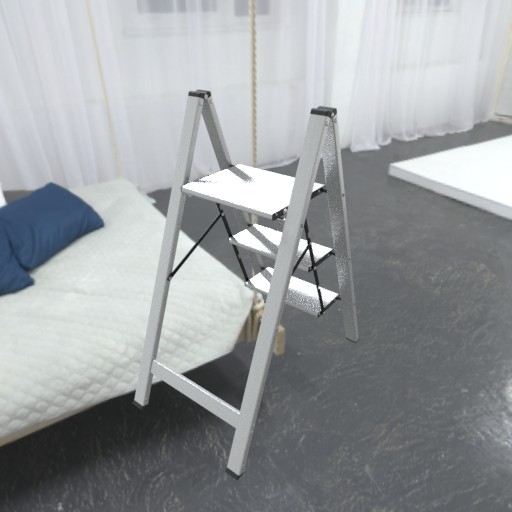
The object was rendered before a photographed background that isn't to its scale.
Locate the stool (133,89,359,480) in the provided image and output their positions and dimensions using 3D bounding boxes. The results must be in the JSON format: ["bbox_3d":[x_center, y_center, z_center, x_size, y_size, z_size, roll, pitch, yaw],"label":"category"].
[{"bbox_3d":[0.000,0.000,1.331,0.441,0.902,0.730,21,35,32],"label":"stool"}]
